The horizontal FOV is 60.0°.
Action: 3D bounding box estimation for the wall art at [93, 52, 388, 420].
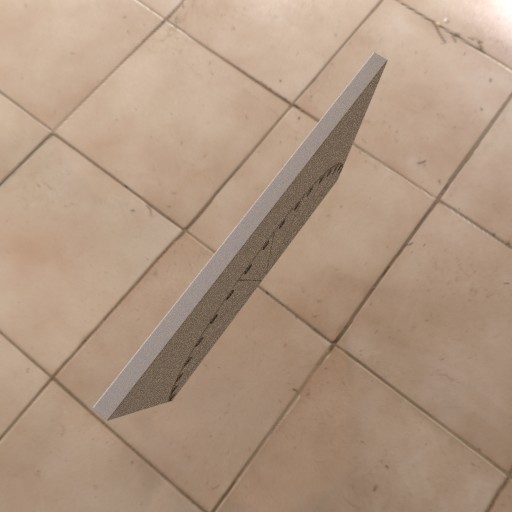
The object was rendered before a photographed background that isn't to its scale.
[{"bbox_3d":[0.000,0.000,1.141,0.038,0.601,0.898,36,78,9],"label":"wall art"}]
